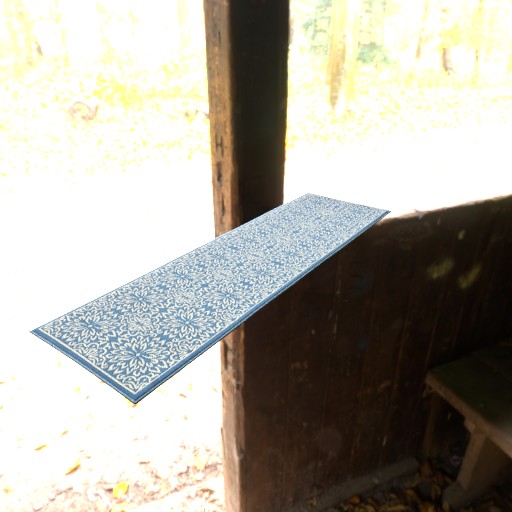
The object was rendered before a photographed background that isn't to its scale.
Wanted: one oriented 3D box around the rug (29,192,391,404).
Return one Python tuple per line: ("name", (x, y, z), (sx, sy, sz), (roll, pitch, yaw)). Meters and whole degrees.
("rug", (0.000, 0.000, 2.406), (0.662, 0.011, 2.196), (19, 32, 32))
